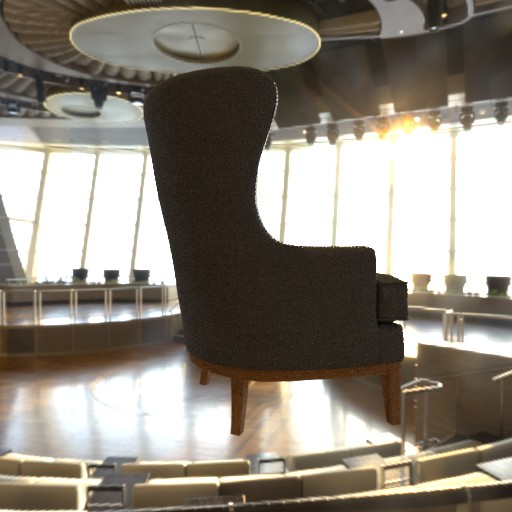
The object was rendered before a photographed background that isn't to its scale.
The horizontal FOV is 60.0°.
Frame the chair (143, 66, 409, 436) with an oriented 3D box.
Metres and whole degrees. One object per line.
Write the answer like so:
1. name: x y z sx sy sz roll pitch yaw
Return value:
1. chair: 0.000 0.000 1.796 0.883 1.176 0.864 0 0 -17
